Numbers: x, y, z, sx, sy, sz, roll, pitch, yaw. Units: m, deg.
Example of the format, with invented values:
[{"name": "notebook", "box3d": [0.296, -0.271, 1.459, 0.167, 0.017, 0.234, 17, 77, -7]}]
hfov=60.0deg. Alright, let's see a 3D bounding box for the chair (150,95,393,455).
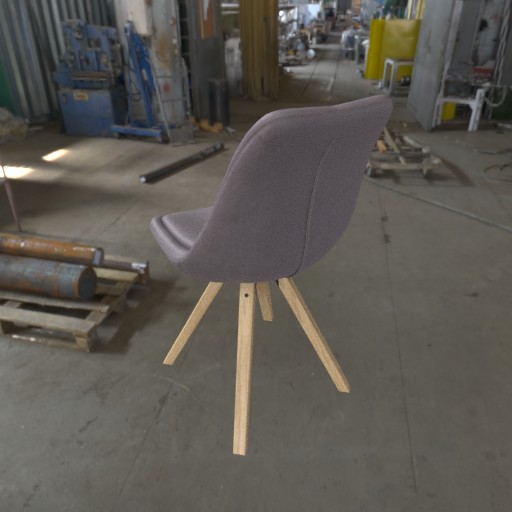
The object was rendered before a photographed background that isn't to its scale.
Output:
[{"name": "chair", "box3d": [0.000, 0.000, 1.180, 0.483, 0.865, 0.547, -19, 35, -29]}]
